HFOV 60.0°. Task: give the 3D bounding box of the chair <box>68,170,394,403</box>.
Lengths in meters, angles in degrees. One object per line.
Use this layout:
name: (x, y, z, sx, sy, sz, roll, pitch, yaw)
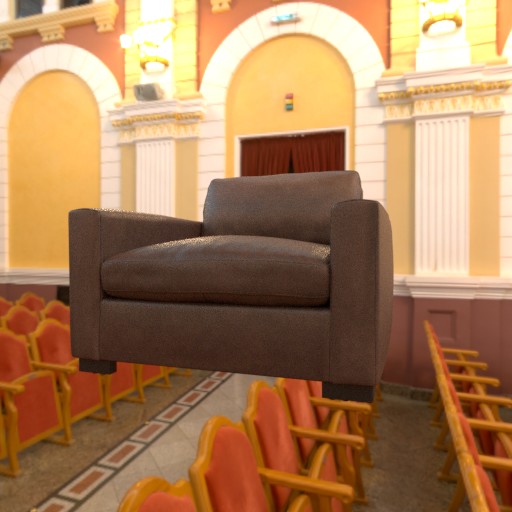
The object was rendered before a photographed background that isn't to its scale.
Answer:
chair: (0.000, 0.000, 1.864, 1.100, 0.812, 1.069, 0, 1, 19)
